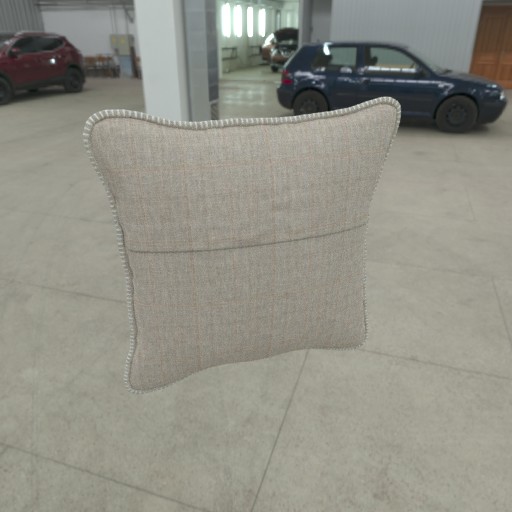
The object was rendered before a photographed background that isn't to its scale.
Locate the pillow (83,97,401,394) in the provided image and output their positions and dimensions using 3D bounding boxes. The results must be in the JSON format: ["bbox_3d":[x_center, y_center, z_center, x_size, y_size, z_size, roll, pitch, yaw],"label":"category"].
[{"bbox_3d":[0.000,0.000,0.748,0.485,0.494,0.124,-8,28,-15],"label":"pillow"}]
